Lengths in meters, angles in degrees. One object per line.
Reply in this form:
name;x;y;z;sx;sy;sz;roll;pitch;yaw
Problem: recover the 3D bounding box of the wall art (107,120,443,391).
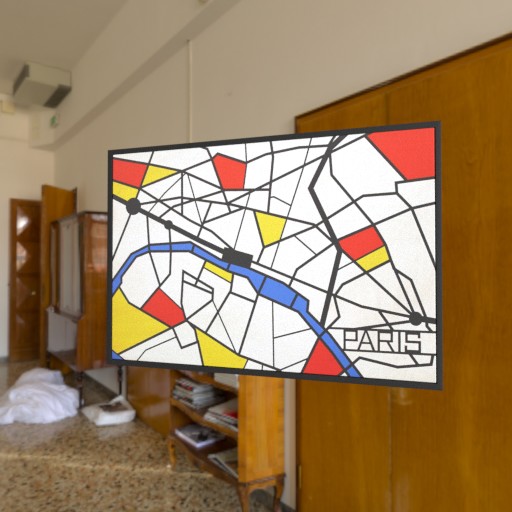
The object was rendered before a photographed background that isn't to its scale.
wall art;0.000;0.000;0.856;0.664;0.458;0.013;0;-1;17
